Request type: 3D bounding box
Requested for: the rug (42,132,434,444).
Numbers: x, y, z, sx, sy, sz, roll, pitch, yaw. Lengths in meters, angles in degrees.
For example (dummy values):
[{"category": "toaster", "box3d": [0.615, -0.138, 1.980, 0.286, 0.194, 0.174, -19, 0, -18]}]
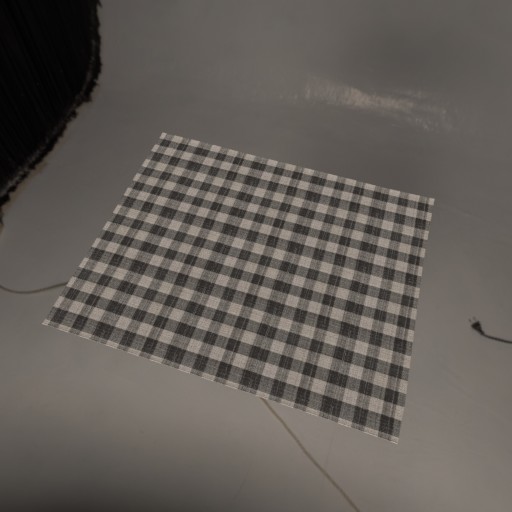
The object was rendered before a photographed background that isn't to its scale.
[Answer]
[{"category": "rug", "box3d": [0.000, 0.000, 4.120, 3.021, 0.013, 2.432, 16, 60, 10]}]
